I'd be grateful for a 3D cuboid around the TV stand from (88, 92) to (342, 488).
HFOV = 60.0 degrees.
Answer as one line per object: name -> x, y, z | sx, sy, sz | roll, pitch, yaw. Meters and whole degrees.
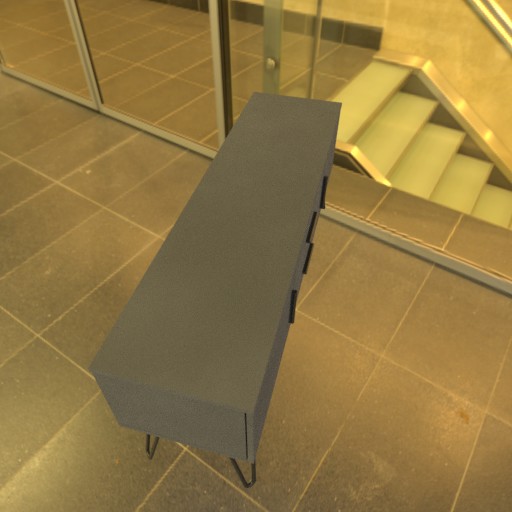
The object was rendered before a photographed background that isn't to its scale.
TV stand -> 0.000, 0.000, 1.629 | 0.400, 0.560, 1.400 | 11, 47, 11
